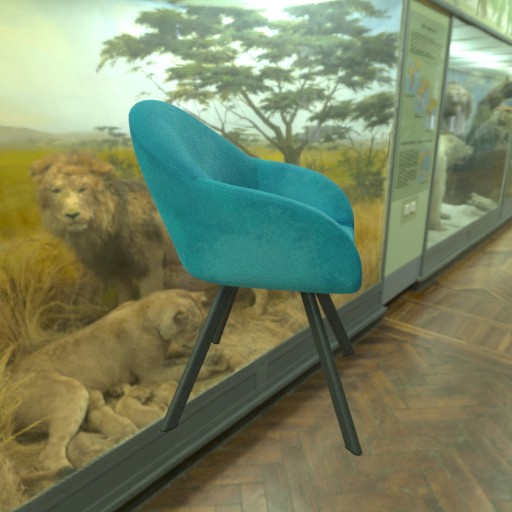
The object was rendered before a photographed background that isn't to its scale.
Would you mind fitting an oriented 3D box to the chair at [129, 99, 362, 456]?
[{"bbox_3d":[0.000,0.000,1.191,0.590,0.795,0.550,3,18,9],"label":"chair"}]
